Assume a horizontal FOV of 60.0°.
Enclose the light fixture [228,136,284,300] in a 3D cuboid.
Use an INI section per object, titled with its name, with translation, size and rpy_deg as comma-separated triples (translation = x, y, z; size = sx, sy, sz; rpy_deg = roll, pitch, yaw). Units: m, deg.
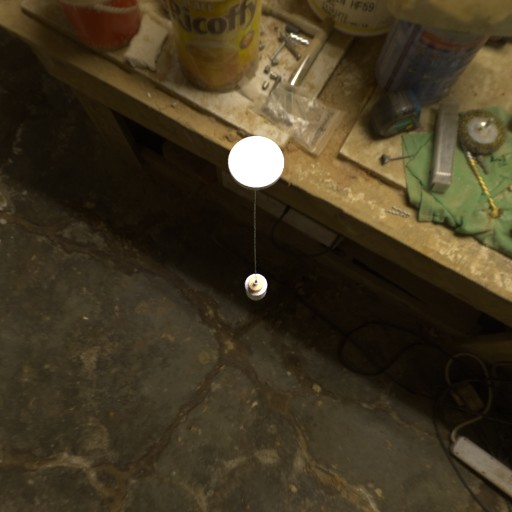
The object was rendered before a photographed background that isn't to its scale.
[light fixture]
translation = 0.000, 0.000, 1.863
size = 0.125, 1.798, 0.125
rpy_deg = 31, 78, 7
